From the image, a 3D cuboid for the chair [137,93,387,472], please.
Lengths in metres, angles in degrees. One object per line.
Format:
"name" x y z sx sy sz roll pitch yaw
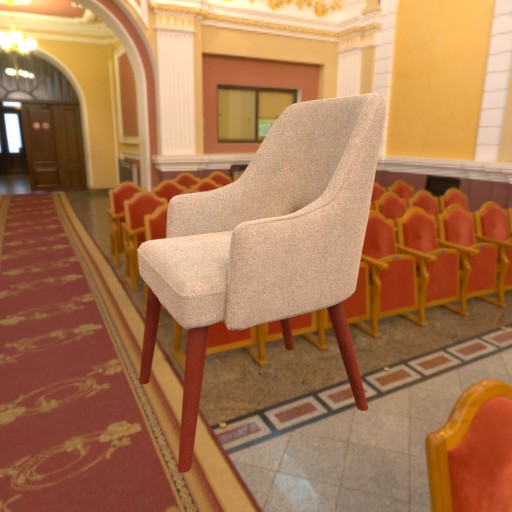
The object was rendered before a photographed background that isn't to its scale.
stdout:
"chair" 0.000 0.000 1.218 0.605 0.849 0.548 -7 17 -25
